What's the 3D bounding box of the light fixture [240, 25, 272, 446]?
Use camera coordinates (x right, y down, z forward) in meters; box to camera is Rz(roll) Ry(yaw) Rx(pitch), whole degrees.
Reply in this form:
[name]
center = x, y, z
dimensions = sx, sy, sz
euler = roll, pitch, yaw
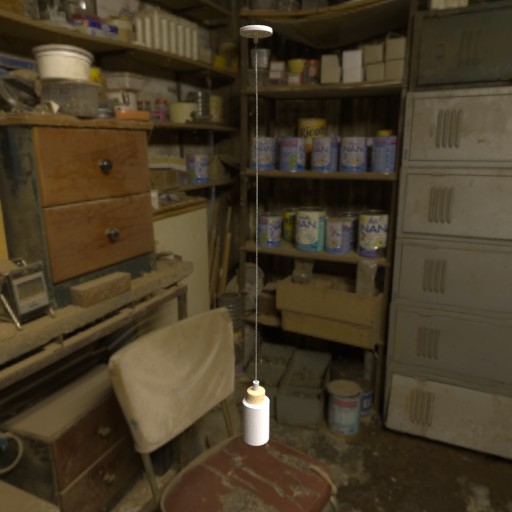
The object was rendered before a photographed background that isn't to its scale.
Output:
[light fixture]
center = 0.000, 0.000, 1.923
dimensions = 0.125, 1.798, 0.125
euler = 7, 15, 27
